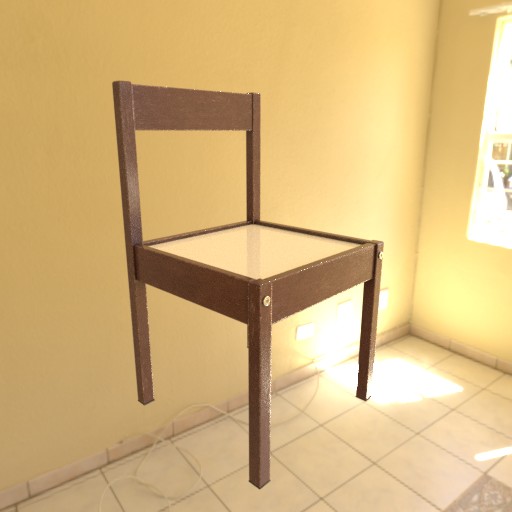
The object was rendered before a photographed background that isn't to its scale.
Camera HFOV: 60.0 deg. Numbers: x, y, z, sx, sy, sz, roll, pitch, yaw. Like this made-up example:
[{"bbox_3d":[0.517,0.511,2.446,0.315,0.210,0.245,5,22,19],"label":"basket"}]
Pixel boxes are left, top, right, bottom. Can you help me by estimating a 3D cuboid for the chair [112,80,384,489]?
[{"bbox_3d":[0.000,0.000,0.687,0.285,0.505,0.285,14,21,41],"label":"chair"}]
